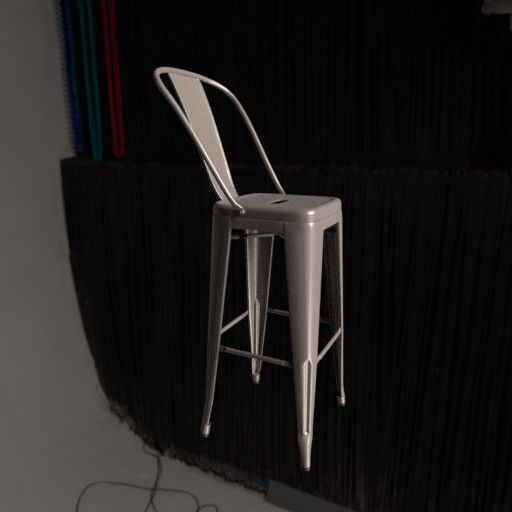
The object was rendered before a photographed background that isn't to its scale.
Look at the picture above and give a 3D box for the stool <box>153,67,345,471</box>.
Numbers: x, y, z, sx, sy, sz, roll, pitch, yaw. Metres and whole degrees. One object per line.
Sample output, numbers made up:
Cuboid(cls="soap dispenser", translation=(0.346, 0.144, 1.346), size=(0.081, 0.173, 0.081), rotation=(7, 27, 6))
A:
Cuboid(cls="stool", translation=(0.000, 0.000, 1.359), size=(0.513, 1.096, 0.399), rotation=(7, 16, 26))
